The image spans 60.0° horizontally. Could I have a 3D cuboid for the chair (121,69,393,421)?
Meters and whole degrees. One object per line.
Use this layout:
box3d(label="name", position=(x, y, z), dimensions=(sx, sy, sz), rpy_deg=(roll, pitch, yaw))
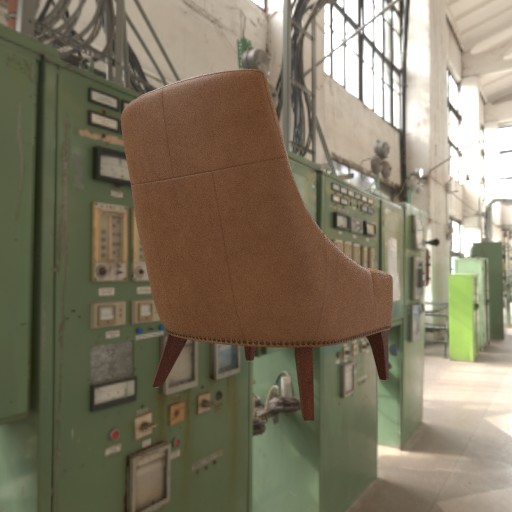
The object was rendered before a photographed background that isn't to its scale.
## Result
box3d(label="chair", position=(0.000, 0.000, 1.524), dimensions=(0.701, 0.909, 0.861), rpy_deg=(-2, -3, 36))
